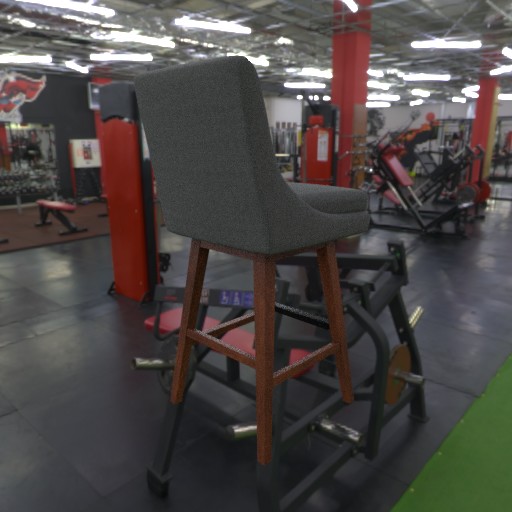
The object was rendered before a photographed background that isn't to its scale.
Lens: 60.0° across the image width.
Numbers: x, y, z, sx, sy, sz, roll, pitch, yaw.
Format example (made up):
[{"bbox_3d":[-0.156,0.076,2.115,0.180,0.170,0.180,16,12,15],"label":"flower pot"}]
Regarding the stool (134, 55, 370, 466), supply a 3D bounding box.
[{"bbox_3d":[0.000,0.000,1.280,0.447,0.977,0.524,14,20,43],"label":"stool"}]
